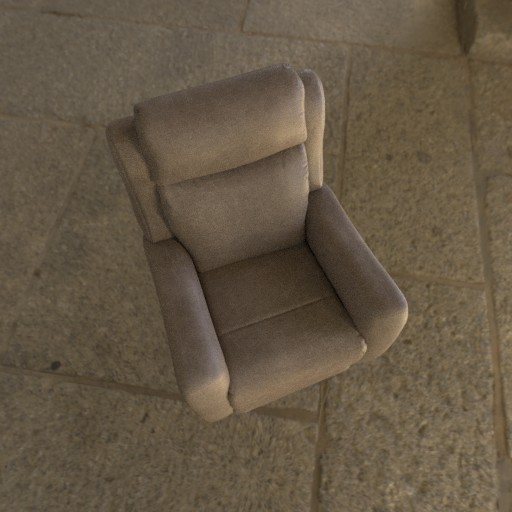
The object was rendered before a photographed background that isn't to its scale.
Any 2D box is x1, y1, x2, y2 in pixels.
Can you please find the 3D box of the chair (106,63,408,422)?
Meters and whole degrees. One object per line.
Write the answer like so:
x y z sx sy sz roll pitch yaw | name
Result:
0.000 0.000 1.917 0.967 1.116 1.068 -18 65 -9 | chair
